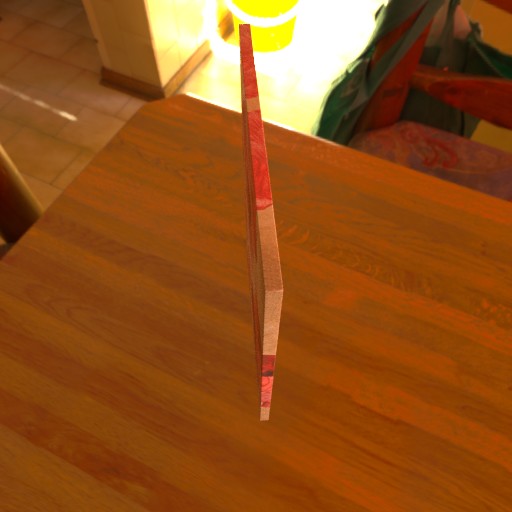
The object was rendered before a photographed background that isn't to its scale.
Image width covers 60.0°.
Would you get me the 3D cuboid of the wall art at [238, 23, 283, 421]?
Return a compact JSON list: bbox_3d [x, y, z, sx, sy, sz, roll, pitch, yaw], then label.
[{"bbox_3d":[0.000,0.000,1.355,0.031,1.015,0.762,-4,59,-2],"label":"wall art"}]
